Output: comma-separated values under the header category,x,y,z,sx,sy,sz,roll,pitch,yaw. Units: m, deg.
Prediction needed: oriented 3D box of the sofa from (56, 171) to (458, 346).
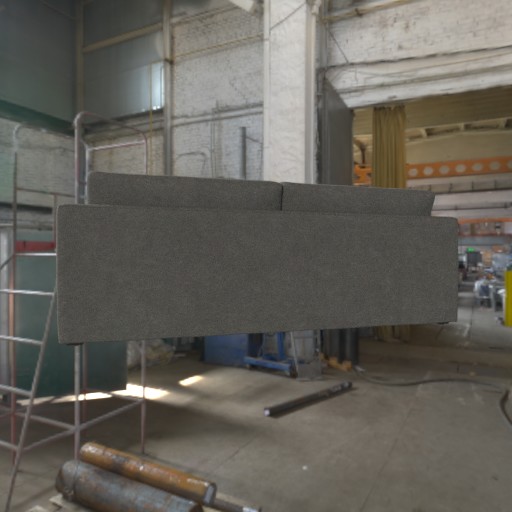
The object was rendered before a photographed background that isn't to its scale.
category,x,y,z,sx,sy,sz,roll,pitch,yaw
sofa,0.000,0.000,2.838,2.257,0.838,1.092,0,0,-18
